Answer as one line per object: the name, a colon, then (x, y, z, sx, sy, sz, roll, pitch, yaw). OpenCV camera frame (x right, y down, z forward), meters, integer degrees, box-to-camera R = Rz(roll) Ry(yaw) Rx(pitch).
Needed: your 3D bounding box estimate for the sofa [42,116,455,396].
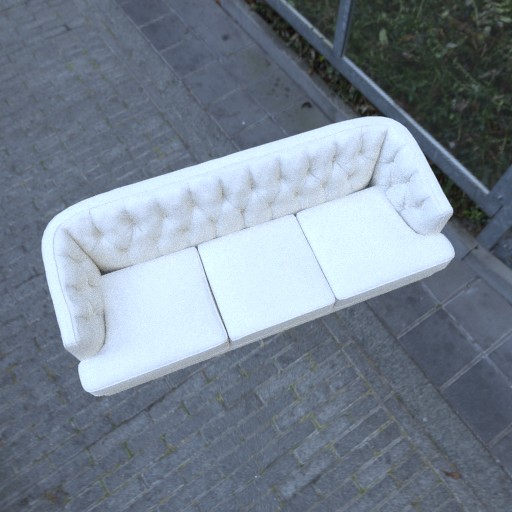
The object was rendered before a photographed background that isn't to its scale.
sofa: (0.000, 0.000, 2.711, 2.278, 0.855, 0.941, -19, 65, -9)
